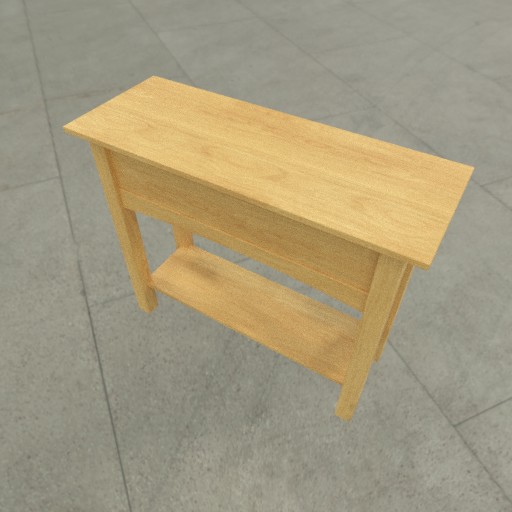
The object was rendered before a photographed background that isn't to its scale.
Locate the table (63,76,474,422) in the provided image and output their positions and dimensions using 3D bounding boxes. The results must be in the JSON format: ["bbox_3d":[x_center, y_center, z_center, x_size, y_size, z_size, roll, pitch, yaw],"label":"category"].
[{"bbox_3d":[0.000,0.000,1.279,0.900,0.728,0.340,23,50,21],"label":"table"}]
